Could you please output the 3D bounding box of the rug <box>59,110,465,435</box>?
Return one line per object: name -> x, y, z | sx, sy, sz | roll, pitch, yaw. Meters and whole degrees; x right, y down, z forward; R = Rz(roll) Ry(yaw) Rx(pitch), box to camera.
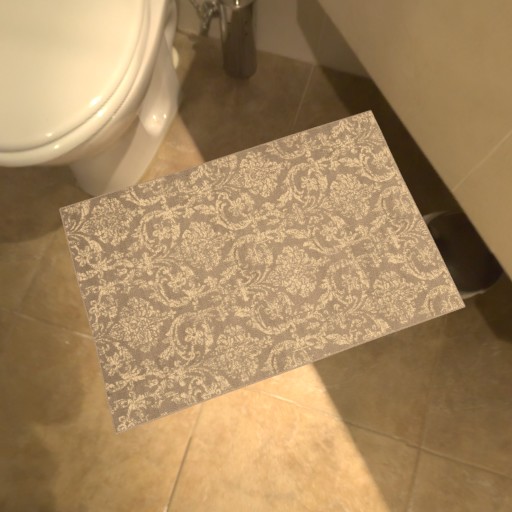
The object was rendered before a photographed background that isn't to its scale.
rug -> 0.000, 0.000, 3.485 | 2.746, 0.018, 1.819 | -19, 75, -5
